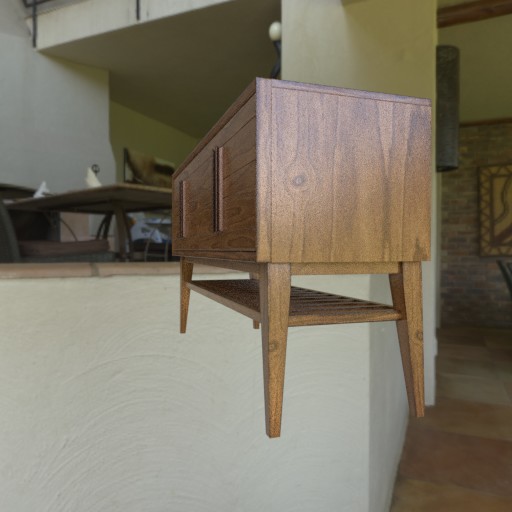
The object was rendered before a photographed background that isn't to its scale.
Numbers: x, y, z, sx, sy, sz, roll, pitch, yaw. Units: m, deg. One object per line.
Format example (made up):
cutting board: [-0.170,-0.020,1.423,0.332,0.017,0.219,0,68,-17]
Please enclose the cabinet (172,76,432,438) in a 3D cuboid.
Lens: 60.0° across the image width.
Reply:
cabinet: [0.000,0.000,1.688,0.477,0.802,1.363,0,1,-18]
